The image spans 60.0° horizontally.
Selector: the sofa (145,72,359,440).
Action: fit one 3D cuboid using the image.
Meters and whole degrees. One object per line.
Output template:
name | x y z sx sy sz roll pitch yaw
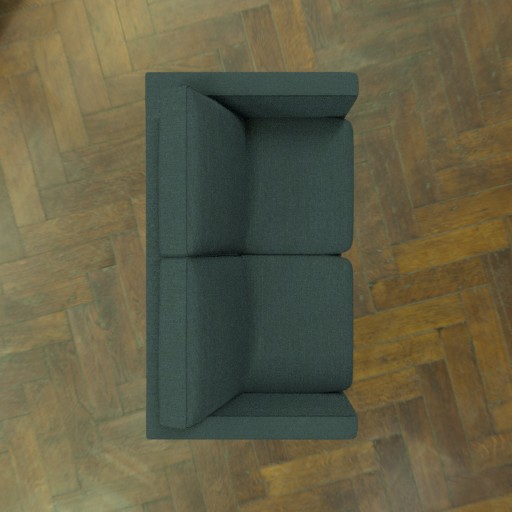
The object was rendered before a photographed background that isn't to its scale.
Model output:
sofa | 0.000 0.000 2.251 0.999 0.907 1.659 0 91 0
